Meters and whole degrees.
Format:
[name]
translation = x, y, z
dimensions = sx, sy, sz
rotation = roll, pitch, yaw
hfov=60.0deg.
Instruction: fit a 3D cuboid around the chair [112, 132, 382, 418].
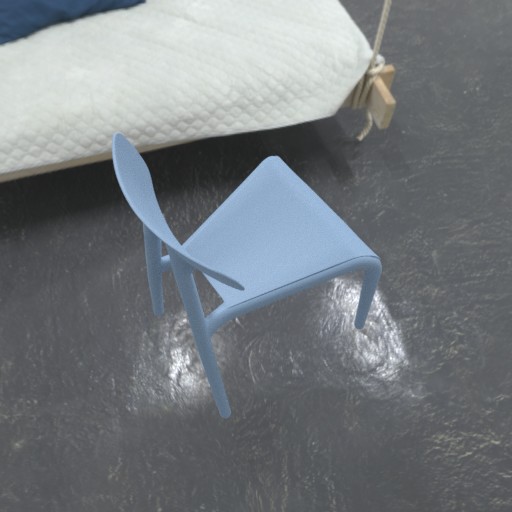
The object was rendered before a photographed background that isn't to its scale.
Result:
[chair]
translation = 0.000, 0.000, 0.840
dimensions = 0.401, 0.580, 0.356
rotation = -32, 65, -17
